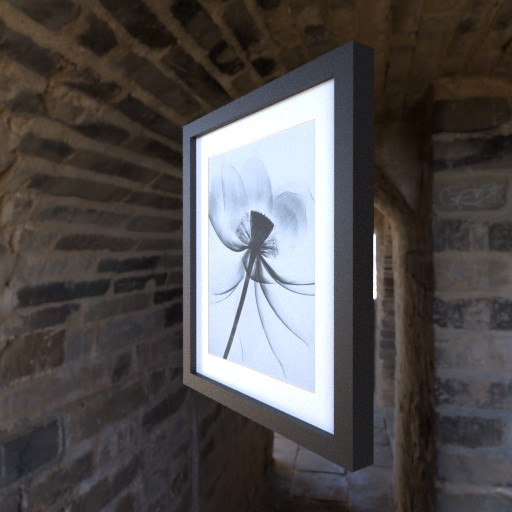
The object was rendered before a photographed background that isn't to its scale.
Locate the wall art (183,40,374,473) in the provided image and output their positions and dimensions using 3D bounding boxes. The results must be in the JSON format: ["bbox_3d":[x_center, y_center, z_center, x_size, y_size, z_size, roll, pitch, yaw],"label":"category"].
[{"bbox_3d":[0.000,0.000,0.532,0.029,0.381,0.330,0,0,-36],"label":"wall art"}]
